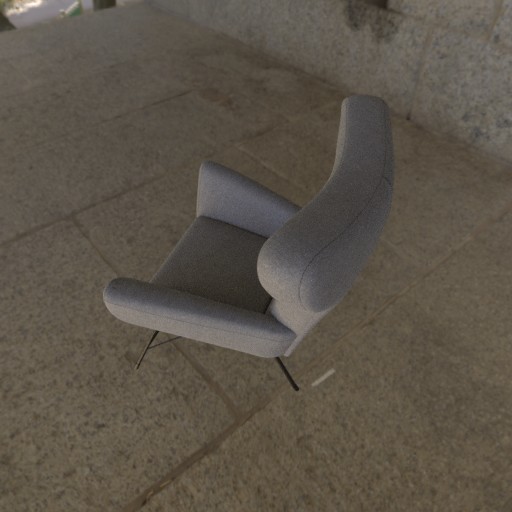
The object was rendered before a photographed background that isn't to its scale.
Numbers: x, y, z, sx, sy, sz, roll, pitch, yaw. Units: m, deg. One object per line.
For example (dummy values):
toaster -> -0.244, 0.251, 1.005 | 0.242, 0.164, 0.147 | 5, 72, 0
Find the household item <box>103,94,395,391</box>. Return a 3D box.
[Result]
household item -> 0.000, 0.000, 1.765 | 0.900, 1.050, 0.980 | 15, 48, 14
